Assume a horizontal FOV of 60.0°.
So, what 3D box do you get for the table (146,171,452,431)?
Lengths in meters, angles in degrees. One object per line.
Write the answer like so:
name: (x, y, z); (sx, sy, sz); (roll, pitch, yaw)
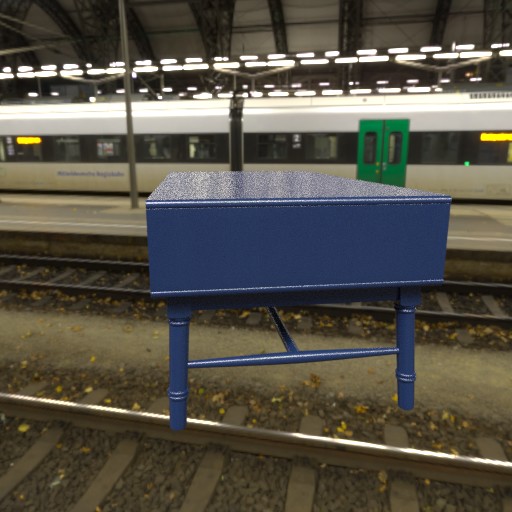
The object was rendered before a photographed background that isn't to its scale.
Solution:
table: (0.000, 0.000, 1.339); (0.572, 0.457, 1.067); (-2, 13, -8)
